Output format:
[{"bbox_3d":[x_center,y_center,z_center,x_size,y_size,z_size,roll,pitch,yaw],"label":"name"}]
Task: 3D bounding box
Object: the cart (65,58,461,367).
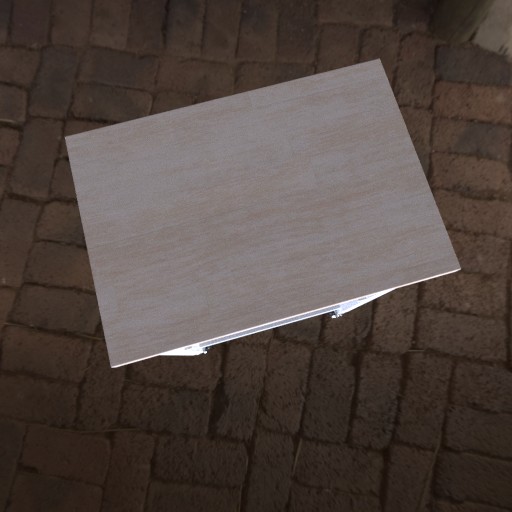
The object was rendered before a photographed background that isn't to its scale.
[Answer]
[{"bbox_3d":[0.000,0.000,1.162,0.578,0.857,0.406,-15,78,-3],"label":"cart"}]
